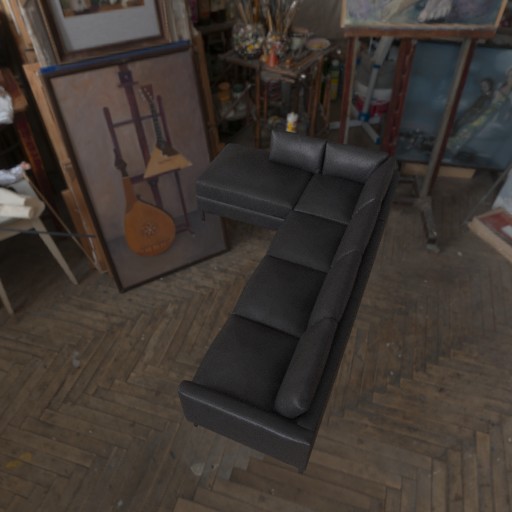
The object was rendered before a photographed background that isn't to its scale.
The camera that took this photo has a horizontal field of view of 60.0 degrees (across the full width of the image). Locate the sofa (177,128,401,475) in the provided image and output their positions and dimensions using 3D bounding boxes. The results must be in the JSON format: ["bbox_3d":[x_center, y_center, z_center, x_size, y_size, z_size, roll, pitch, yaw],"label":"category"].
[{"bbox_3d":[0.000,0.000,3.919,1.938,0.877,2.984,17,48,16],"label":"sofa"}]
